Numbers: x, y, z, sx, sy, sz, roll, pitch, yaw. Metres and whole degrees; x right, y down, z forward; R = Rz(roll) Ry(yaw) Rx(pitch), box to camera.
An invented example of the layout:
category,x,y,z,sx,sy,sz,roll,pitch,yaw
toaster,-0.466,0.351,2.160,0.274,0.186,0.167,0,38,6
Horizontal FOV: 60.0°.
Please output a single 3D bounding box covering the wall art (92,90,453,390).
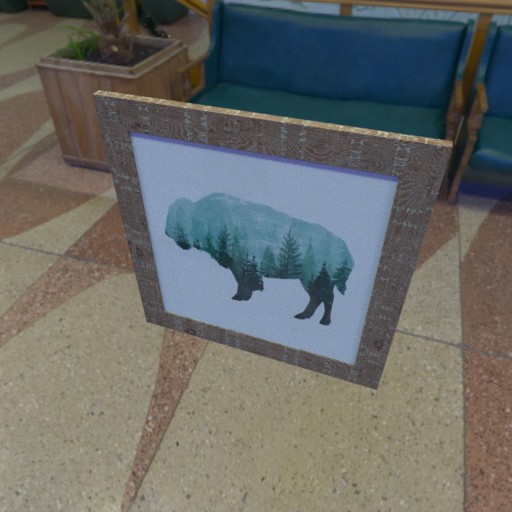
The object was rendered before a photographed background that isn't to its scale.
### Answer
category,x,y,z,sx,sy,sz,roll,pitch,yaw
wall art,0.000,0.000,0.575,0.380,0.380,0.022,13,42,15
